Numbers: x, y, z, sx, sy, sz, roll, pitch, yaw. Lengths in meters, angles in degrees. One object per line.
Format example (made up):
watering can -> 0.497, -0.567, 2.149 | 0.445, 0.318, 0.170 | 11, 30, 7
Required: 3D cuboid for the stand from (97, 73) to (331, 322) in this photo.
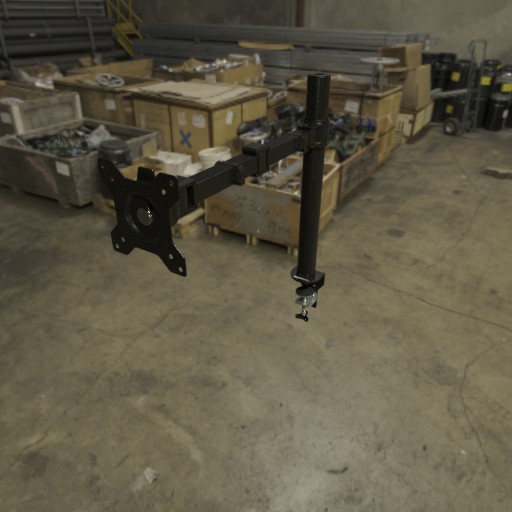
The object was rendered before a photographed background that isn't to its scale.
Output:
stand -> 0.000, 0.000, 0.722 | 0.115, 0.510, 0.456 | 18, 34, 28
